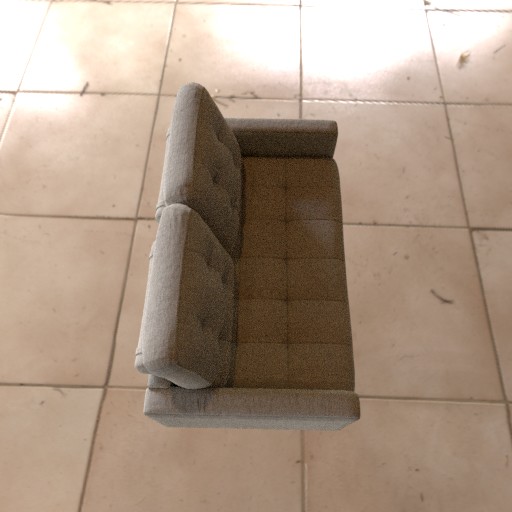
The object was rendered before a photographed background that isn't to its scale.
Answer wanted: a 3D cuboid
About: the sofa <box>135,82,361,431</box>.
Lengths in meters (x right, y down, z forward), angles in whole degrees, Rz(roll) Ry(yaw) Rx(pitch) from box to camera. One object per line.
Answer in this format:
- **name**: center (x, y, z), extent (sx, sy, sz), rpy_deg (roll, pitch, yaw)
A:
- **sofa**: center (0.000, 0.000, 1.984), extent (0.842, 0.907, 1.407), rpy_deg (1, 64, 1)
